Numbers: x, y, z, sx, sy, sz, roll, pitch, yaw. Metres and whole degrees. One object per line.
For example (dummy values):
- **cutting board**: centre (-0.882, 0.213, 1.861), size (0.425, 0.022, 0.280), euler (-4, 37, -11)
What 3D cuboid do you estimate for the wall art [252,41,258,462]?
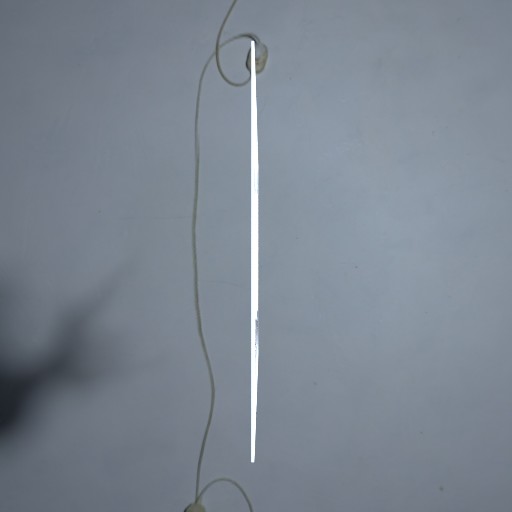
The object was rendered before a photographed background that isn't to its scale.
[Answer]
- **wall art**: centre (0.000, 0.000, 0.786), size (0.003, 0.609, 0.457), euler (0, 89, 1)
